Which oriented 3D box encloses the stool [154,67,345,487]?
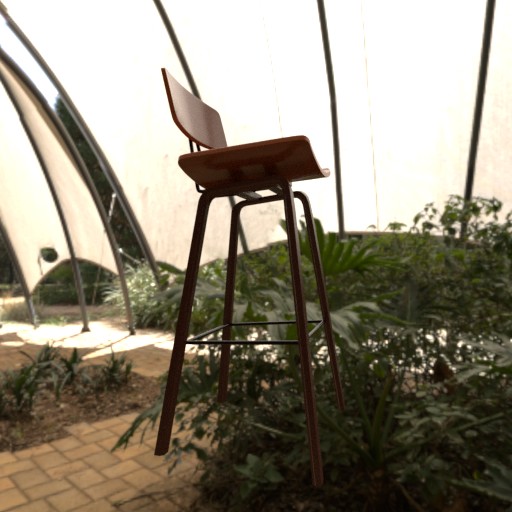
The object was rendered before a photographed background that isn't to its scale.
[{"bbox_3d":[0.000,0.000,1.234,0.440,0.969,0.509,0,0,17],"label":"stool"}]
